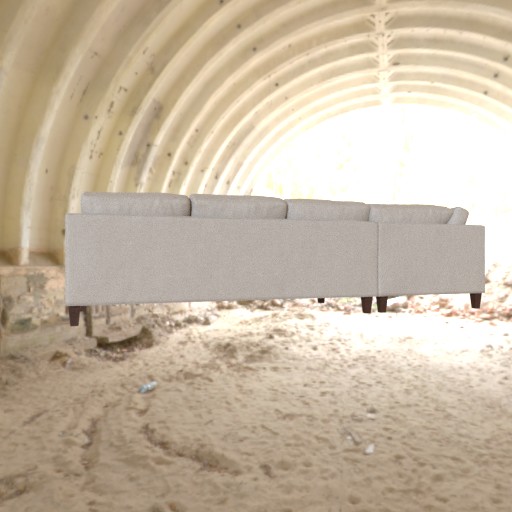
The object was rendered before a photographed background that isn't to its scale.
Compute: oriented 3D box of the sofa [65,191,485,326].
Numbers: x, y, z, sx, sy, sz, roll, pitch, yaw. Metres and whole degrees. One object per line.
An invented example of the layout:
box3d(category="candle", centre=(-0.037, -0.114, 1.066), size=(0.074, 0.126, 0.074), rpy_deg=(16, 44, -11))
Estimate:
box3d(category="sofa", centre=(0.000, 0.000, 4.268), size=(3.182, 0.863, 2.432), rpy_deg=(0, 0, -18))
